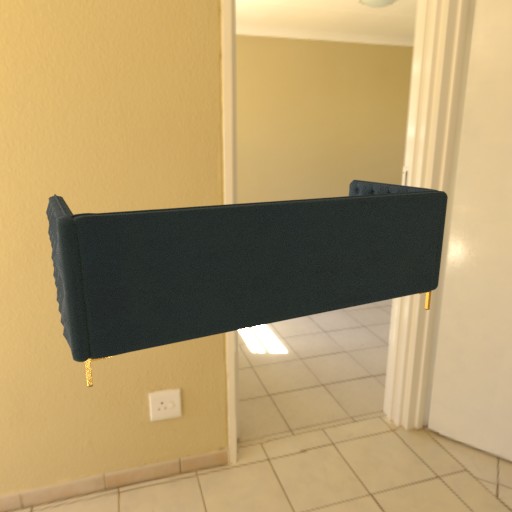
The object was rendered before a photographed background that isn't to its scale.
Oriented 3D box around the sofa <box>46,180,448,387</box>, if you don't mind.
[{"bbox_3d":[0.000,0.000,2.660,2.209,0.771,0.895,-7,16,-26],"label":"sofa"}]
